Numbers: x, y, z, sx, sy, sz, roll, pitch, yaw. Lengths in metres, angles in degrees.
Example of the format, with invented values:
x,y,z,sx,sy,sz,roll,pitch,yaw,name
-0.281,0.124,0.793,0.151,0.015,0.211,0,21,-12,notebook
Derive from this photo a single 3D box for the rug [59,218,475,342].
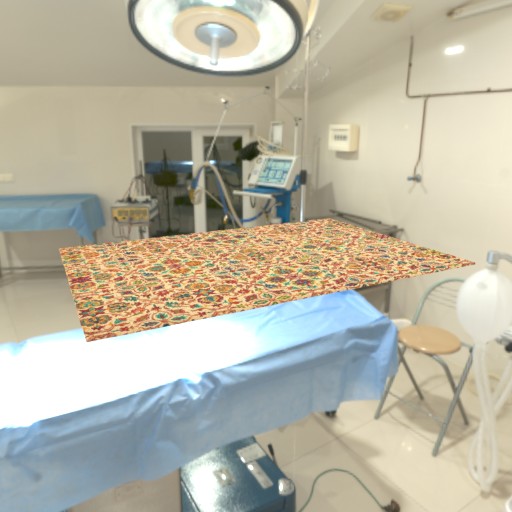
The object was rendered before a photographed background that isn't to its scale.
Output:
x,y,z,sx,sy,sz,roll,pitch,yaw,name
0.000,0.000,2.336,1.838,0.013,1.226,-8,18,-26,rug
